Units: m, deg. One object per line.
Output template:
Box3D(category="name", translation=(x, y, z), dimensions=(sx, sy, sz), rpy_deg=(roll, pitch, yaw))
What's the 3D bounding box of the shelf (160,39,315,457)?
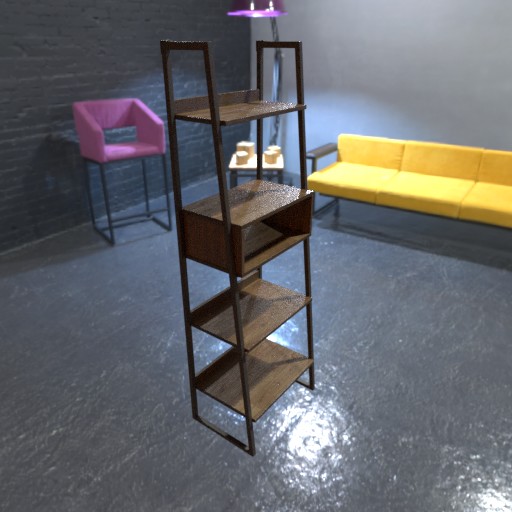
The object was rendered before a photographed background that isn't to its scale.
Box3D(category="shelf", translation=(0.000, 0.000, 2.286), dimensions=(0.454, 2.005, 0.652), rpy_deg=(18, 31, 33))
